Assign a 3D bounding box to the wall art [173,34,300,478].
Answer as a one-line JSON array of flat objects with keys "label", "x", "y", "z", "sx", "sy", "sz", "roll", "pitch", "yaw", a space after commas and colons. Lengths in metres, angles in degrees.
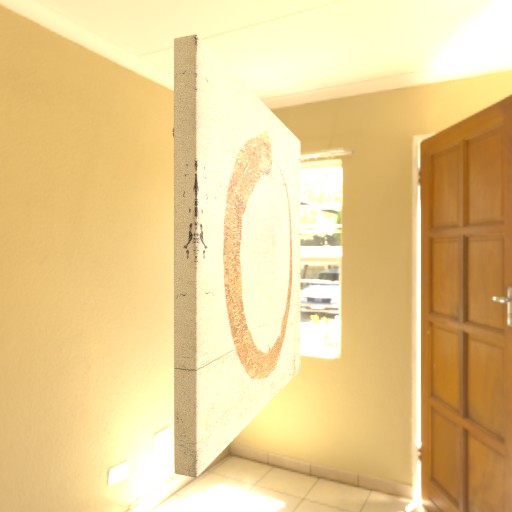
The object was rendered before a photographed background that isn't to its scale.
[{"label": "wall art", "x": 0.000, "y": 0.000, "z": 0.900, "sx": 0.040, "sy": 0.611, "sz": 0.610, "roll": 0, "pitch": 0, "yaw": 19}]
